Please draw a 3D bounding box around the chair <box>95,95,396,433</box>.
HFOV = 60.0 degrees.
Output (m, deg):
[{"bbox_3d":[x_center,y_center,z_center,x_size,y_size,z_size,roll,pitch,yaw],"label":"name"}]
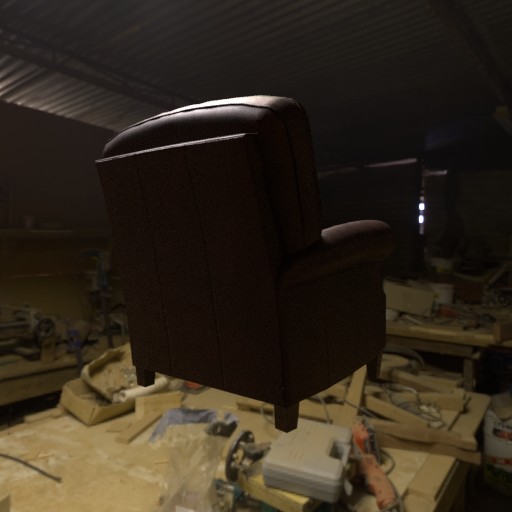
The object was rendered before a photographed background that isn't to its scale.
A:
[{"bbox_3d":[0.000,0.000,1.754,0.936,1.018,0.986,2,3,37],"label":"chair"}]
